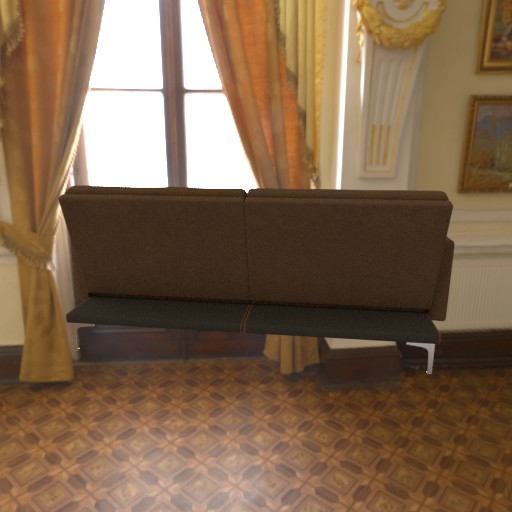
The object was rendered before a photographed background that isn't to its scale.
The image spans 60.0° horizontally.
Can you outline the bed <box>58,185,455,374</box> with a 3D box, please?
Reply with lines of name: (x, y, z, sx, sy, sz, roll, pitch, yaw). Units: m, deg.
bed: (0.000, 0.000, 2.373, 1.905, 0.787, 0.889, 2, 15, 7)
